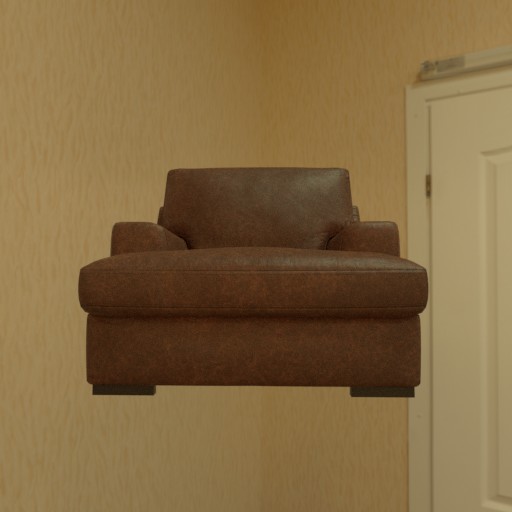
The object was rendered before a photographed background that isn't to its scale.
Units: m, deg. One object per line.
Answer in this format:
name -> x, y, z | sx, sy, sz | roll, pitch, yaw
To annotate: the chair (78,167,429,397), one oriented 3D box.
chair -> 0.000, 0.000, 1.973 | 1.168, 0.939, 1.143 | 0, -1, 1
